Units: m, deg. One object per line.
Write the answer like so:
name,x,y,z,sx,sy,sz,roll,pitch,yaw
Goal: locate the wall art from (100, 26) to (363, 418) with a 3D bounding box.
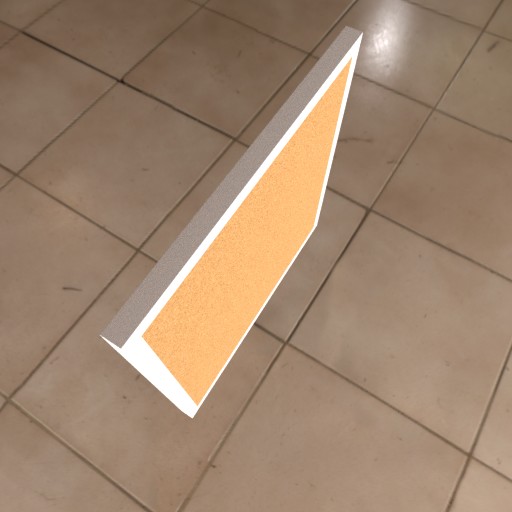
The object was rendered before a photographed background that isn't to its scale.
wall art,0.000,0.000,1.095,0.038,0.762,0.762,29,67,14
